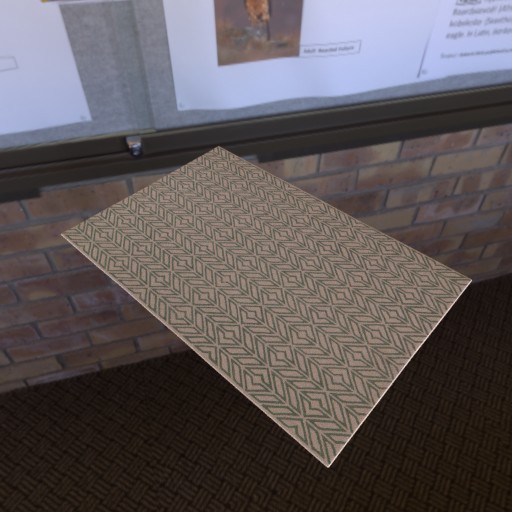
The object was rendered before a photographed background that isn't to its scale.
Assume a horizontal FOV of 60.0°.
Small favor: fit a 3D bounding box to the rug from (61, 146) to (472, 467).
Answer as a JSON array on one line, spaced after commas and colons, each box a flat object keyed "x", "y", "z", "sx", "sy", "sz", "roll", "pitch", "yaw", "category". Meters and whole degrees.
[{"x": 0.000, "y": 0.000, "z": 2.345, "sx": 1.828, "sy": 0.007, "sz": 1.220, "roll": 33, "pitch": 54, "yaw": 28, "category": "rug"}]
